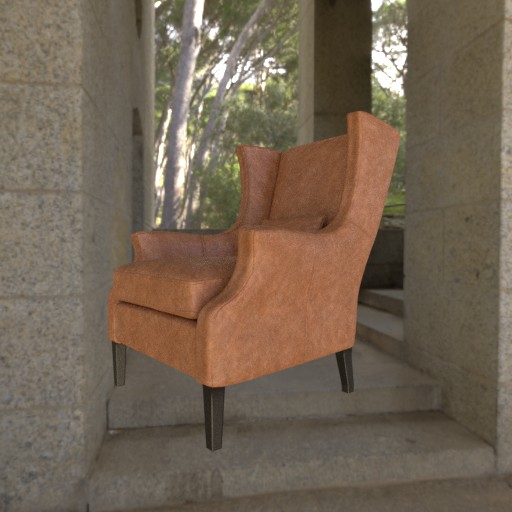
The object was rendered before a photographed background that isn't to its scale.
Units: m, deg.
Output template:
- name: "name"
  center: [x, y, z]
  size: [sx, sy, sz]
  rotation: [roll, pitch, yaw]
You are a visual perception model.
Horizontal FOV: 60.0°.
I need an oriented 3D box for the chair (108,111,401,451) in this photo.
- name: "chair"
  center: [0.000, 0.000, 1.718]
  size: [0.926, 1.016, 0.853]
  rotation: [-1, 2, -38]
